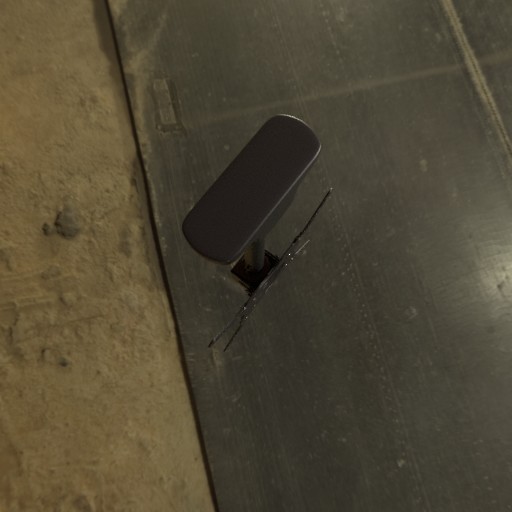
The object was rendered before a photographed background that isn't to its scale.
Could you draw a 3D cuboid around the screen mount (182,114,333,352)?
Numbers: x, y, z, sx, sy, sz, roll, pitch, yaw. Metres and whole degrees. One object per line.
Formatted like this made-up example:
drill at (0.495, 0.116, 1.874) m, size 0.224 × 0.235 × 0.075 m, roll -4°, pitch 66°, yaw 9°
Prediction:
screen mount at (0.000, 0.000, 0.891) m, size 0.090 × 0.729 × 0.393 m, roll 37°, pitch 79°, yaw 8°
